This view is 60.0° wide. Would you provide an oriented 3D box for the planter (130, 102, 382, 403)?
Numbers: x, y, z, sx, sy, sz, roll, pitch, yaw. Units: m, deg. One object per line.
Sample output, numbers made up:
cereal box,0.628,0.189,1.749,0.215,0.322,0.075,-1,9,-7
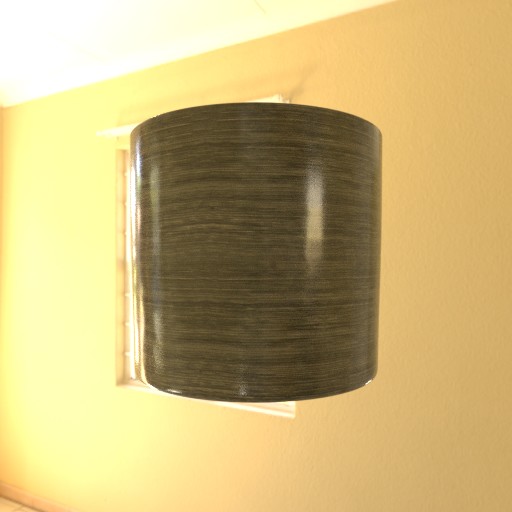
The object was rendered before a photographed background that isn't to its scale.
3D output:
planter,0.000,0.000,0.402,0.221,0.201,0.221,0,-1,0
